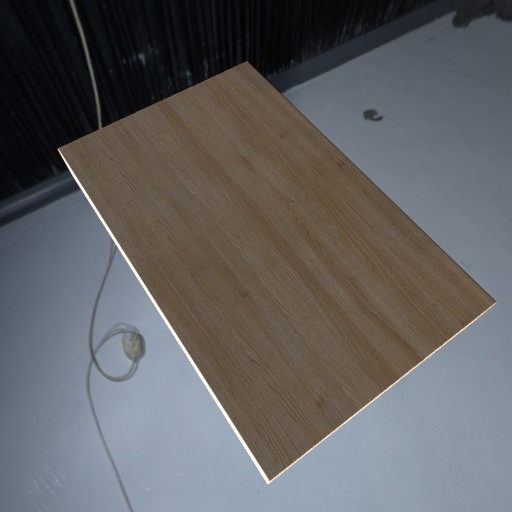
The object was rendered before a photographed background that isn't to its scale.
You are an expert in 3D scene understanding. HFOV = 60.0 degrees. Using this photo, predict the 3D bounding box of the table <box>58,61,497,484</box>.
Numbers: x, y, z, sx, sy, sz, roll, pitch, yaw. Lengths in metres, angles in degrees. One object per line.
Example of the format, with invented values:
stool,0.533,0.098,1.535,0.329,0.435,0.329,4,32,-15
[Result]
table,0.000,0.000,1.418,0.700,0.440,1.100,-31,66,-16
